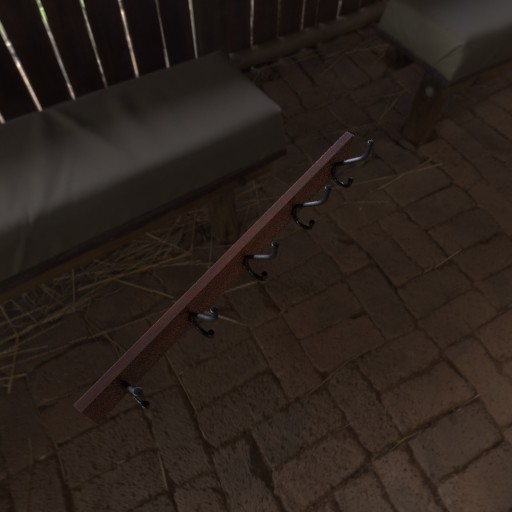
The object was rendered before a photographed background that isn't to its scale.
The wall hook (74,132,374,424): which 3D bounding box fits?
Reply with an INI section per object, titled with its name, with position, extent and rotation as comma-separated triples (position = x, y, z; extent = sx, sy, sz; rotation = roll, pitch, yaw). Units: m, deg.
[wall hook]
position = 0.000, 0.000, 0.610
extent = 0.071, 0.117, 0.571
rotation = 34, 64, 20
